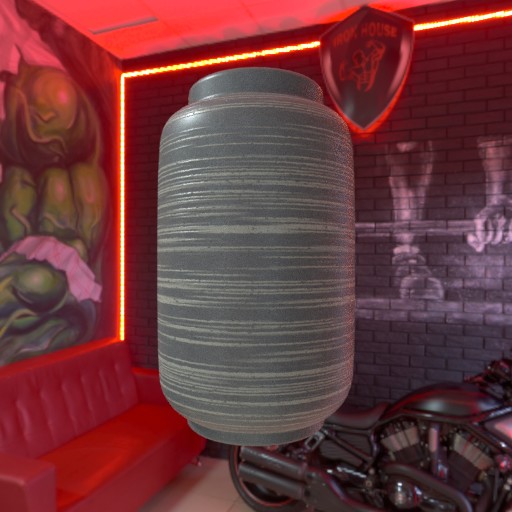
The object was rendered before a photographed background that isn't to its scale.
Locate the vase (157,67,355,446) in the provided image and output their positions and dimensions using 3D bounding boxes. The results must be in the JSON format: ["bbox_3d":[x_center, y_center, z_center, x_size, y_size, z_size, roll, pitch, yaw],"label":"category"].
[{"bbox_3d":[0.000,0.000,0.681,0.297,0.499,0.297,0,0,0],"label":"vase"}]
